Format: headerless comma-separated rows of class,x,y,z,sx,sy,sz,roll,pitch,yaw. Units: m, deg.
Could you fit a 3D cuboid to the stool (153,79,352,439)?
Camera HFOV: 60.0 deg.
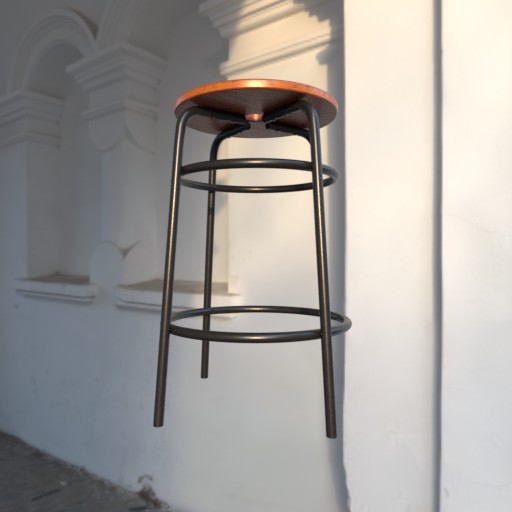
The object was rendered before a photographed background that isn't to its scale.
stool,0.000,0.000,0.926,0.455,0.610,0.455,0,1,-36
